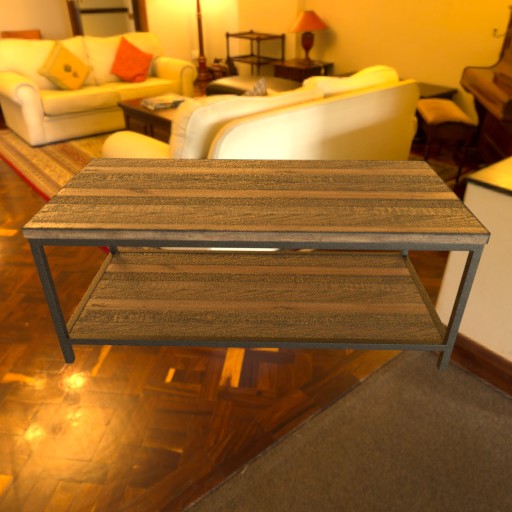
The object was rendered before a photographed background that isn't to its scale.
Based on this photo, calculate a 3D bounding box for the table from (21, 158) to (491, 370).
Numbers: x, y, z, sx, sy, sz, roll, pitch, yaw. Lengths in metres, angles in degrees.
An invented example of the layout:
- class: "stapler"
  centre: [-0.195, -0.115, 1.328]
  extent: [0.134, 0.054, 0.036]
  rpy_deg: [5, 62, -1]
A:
- class: "table"
  centre: [0.000, 0.000, 1.229]
  extent: [0.990, 0.399, 0.452]
  rpy_deg: [1, 31, 1]
